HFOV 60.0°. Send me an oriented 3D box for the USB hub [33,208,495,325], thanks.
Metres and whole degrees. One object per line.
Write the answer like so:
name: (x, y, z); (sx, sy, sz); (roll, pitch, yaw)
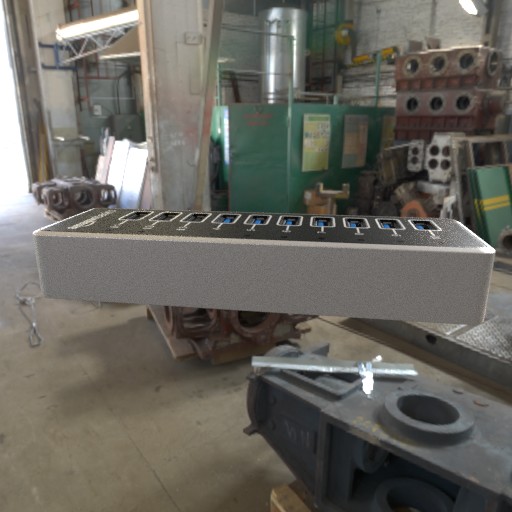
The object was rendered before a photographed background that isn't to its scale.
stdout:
USB hub: (0.000, 0.000, 0.158); (0.145, 0.023, 0.044); (3, 17, 8)
